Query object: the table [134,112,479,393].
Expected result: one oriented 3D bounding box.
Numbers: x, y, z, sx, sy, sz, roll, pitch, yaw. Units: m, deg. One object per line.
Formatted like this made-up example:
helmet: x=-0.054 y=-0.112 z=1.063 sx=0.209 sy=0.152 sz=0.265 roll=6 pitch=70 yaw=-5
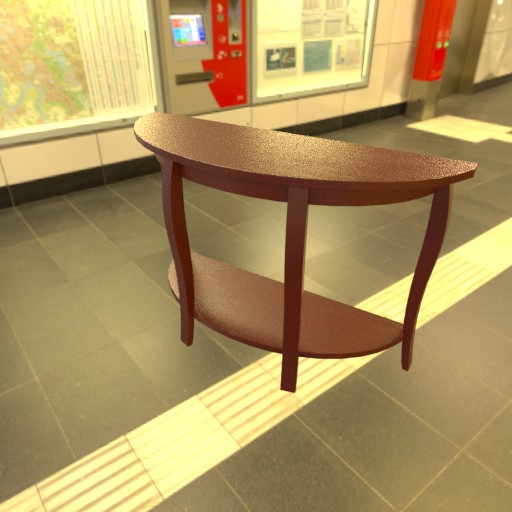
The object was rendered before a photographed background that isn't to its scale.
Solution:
table: x=0.000 y=0.000 z=1.569 sx=1.219 sy=0.779 sz=0.405 roll=18 pitch=35 yaw=27
